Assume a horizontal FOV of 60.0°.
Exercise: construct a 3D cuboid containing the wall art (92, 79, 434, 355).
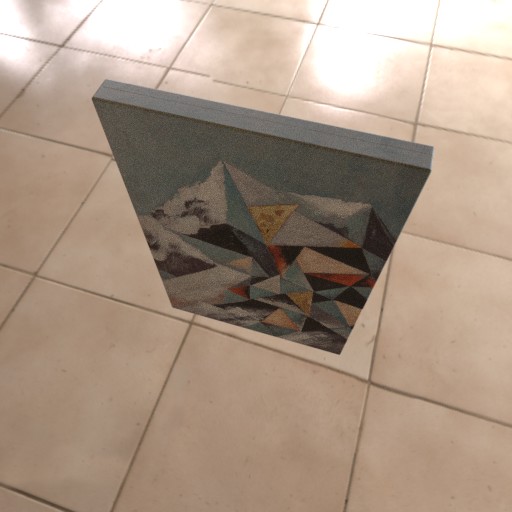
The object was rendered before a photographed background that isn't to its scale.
[{"bbox_3d":[0.000,0.000,1.162,0.609,0.911,0.061,14,60,9],"label":"wall art"}]
